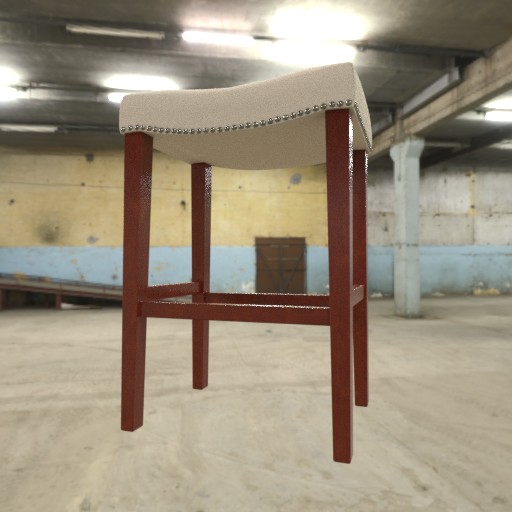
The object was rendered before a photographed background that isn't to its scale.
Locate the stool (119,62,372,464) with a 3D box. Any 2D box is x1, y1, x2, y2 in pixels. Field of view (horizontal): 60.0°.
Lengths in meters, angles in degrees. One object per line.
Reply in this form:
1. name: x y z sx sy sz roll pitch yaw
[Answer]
1. stool: 0.000 0.000 1.034 0.504 0.742 0.372 0 -1 19
